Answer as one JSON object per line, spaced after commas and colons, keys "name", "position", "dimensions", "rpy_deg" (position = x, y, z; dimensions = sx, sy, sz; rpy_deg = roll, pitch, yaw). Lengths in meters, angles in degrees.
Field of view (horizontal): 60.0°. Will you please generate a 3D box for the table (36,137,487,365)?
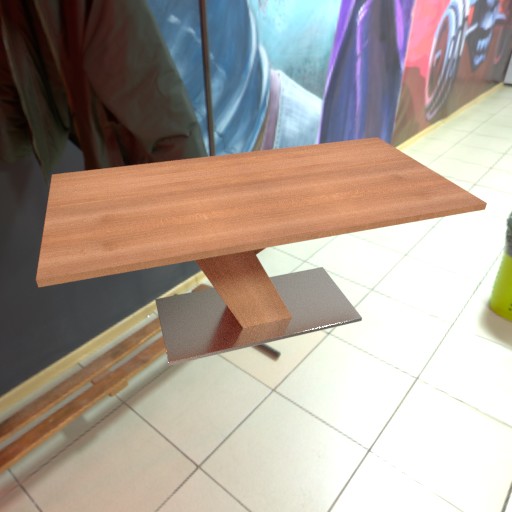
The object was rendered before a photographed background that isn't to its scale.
{"name": "table", "position": [0.000, 0.000, 2.241], "dimensions": [1.800, 0.750, 0.900], "rpy_deg": [-10, 35, -15]}
